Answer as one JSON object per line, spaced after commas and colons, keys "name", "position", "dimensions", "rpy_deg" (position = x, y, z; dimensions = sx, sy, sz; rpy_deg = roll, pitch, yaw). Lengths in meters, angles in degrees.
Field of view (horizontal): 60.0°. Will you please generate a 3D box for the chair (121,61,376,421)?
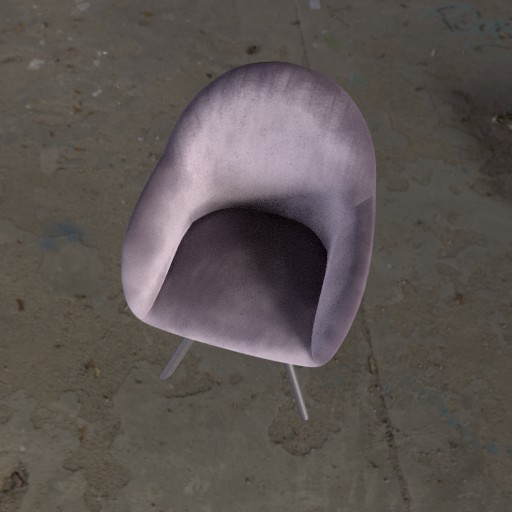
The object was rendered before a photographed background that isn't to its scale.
{"name": "chair", "position": [0.000, 0.000, 1.200], "dimensions": [0.550, 0.795, 0.590], "rpy_deg": [13, 59, 8]}
